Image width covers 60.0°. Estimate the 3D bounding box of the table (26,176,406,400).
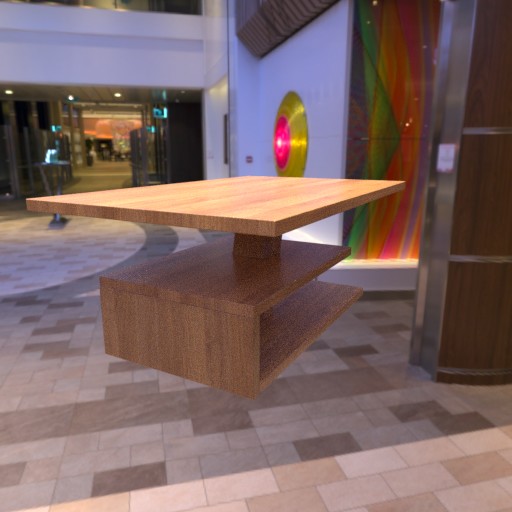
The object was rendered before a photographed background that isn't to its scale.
[{"bbox_3d":[0.000,0.000,1.457,0.700,0.442,1.100,8,16,29],"label":"table"}]
